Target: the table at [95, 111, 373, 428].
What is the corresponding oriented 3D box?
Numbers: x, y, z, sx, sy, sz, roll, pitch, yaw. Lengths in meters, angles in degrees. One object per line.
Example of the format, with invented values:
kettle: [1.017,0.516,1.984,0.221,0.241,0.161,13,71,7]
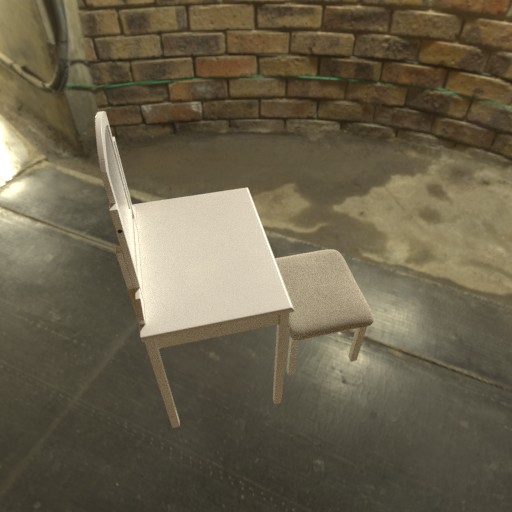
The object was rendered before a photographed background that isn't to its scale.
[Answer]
table: [0.000,0.000,2.236,1.211,1.631,0.876,-10,47,-9]
